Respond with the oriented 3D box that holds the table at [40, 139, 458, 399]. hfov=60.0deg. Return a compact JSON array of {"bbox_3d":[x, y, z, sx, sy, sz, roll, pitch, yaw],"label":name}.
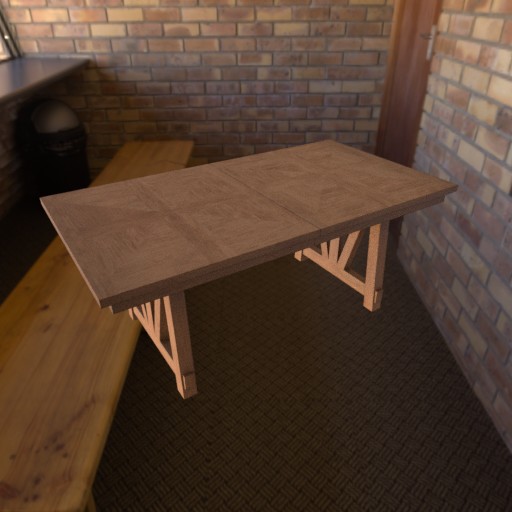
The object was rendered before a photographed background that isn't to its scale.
[{"bbox_3d":[0.000,0.000,2.453,1.881,0.768,1.016,-18,35,-28],"label":"table"}]
